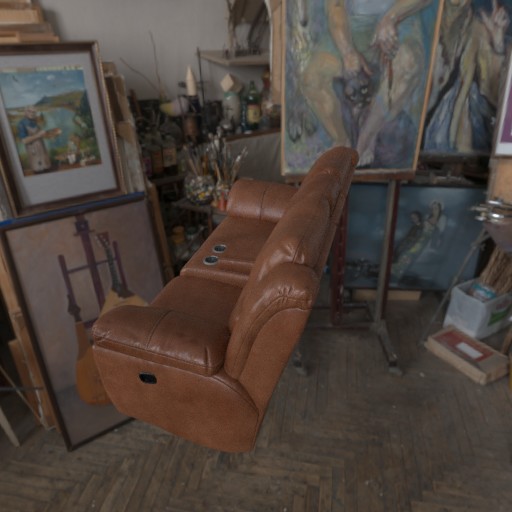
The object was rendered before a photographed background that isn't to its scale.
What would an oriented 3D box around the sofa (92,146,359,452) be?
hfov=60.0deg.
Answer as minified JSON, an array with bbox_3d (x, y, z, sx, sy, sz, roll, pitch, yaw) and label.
[{"bbox_3d":[0.000,0.000,2.669,0.991,1.043,2.058,8,30,14],"label":"sofa"}]
